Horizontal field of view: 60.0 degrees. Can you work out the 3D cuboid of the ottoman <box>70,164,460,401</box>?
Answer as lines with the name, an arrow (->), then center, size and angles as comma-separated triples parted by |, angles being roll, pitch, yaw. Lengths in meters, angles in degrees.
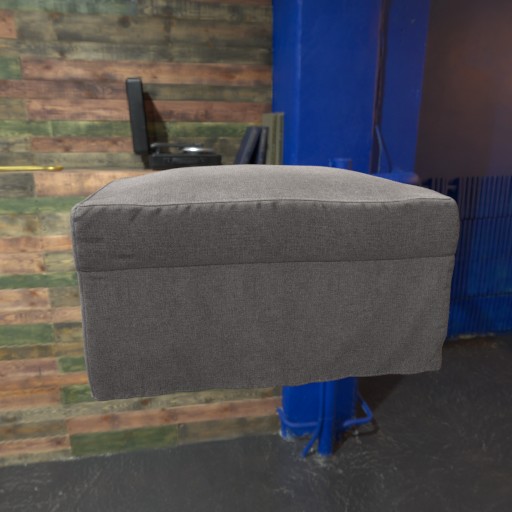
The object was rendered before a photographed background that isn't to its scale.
ottoman -> 0.000, 0.000, 1.252 | 0.833, 0.492, 0.652 | -2, 15, -9
